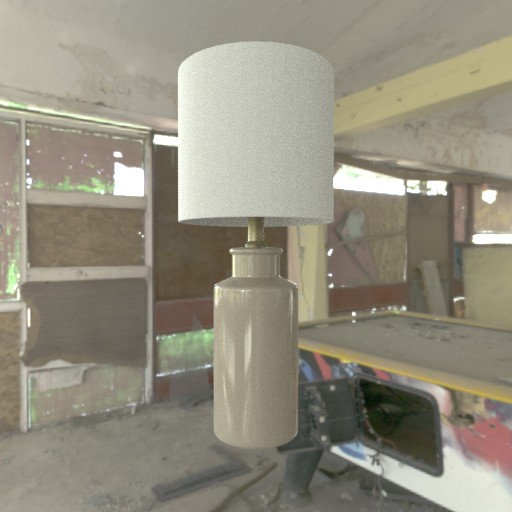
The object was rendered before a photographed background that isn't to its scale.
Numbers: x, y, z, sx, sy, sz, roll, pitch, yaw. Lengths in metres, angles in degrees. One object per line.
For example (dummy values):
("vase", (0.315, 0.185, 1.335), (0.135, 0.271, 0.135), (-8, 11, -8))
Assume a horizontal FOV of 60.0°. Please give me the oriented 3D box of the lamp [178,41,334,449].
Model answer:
("lamp", (0.000, 0.000, 0.615), (0.212, 0.493, 0.212), (0, 1, 0))
